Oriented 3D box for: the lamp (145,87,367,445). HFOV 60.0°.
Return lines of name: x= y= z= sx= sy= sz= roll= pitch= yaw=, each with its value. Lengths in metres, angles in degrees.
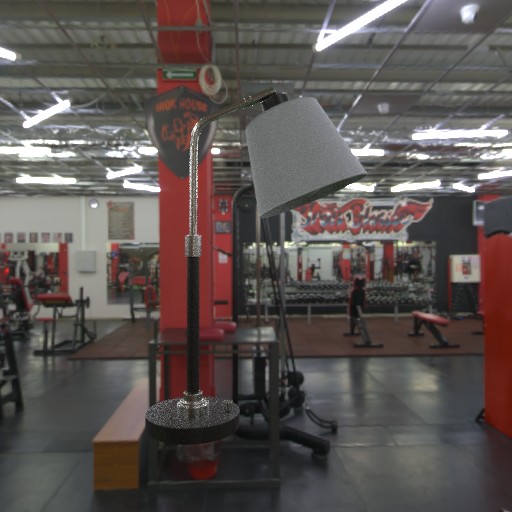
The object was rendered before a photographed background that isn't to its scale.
lamp: x=0.000 y=0.000 z=0.705 sx=0.348 sy=0.539 sz=0.181 roll=0 pitch=0 yaw=0
